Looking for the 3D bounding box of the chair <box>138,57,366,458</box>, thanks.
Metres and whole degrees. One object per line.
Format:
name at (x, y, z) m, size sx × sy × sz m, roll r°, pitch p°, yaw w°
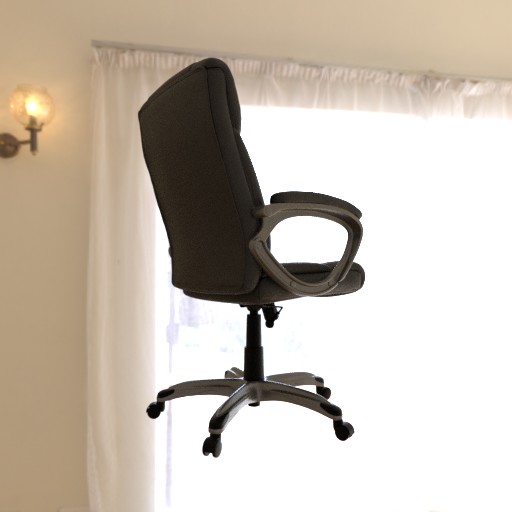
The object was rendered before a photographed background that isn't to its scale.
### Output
chair at (0.000, 0.000, 1.581) m, size 0.719 × 1.130 × 0.721 m, roll 1°, pitch -2°, yaw -35°
